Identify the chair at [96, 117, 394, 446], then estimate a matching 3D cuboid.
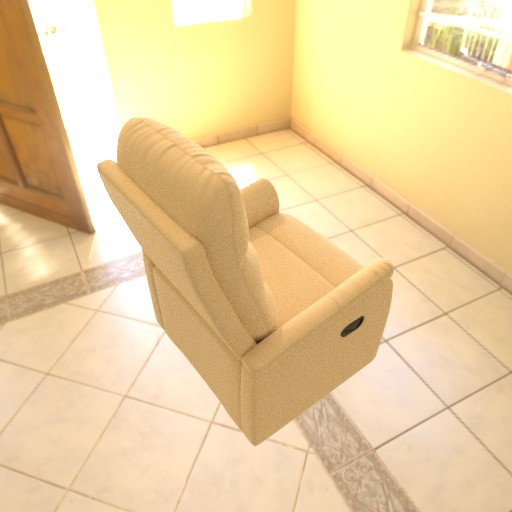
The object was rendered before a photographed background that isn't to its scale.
[{"bbox_3d":[0.000,0.000,1.638,0.831,1.082,0.775,-26,47,-27],"label":"chair"}]
